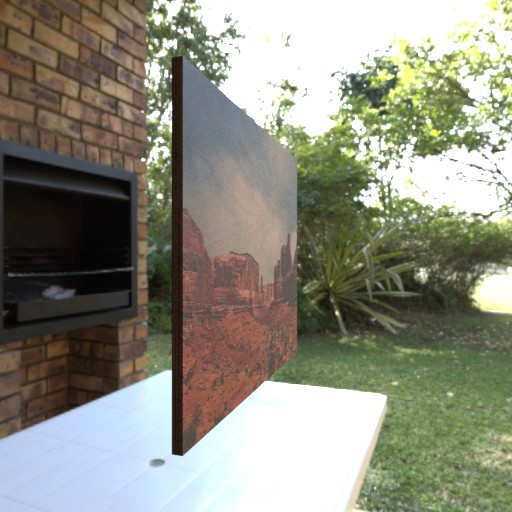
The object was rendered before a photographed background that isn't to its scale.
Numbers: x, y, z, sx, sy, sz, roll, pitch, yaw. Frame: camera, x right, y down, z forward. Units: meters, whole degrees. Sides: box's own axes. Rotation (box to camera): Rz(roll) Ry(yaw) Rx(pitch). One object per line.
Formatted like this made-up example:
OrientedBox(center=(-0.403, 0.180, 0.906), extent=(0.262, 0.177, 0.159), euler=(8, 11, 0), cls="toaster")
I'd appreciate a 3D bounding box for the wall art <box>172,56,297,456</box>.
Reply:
OrientedBox(center=(0.000, 0.000, 0.692), extent=(0.013, 0.406, 0.508), euler=(0, 0, 18), cls="wall art")
